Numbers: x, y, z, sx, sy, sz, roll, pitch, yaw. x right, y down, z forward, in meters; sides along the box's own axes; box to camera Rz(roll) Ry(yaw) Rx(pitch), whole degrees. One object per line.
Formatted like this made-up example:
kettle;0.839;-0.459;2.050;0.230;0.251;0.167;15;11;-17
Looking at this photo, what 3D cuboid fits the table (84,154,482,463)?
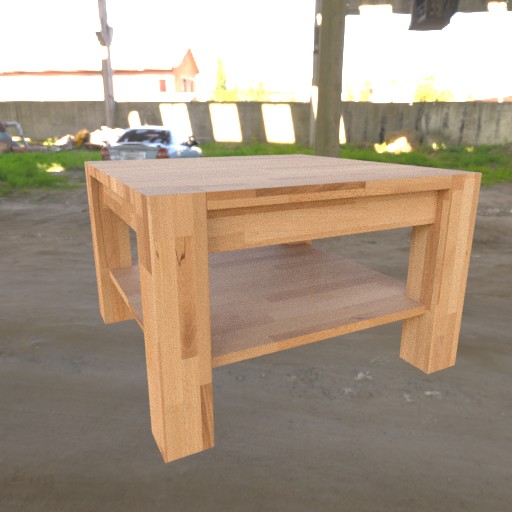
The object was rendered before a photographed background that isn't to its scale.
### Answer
table;0.000;0.000;1.132;0.700;0.451;0.700;-8;18;-26
